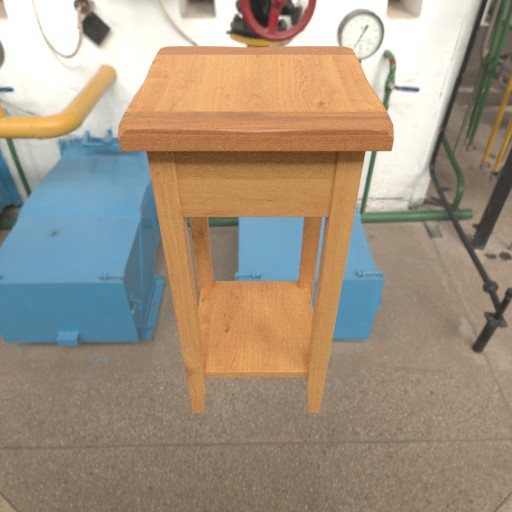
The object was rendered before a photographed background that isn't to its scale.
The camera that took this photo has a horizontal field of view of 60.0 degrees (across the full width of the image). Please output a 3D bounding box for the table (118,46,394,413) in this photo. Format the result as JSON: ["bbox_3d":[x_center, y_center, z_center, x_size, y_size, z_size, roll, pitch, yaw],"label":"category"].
[{"bbox_3d":[0.000,0.000,0.944,0.360,0.740,0.360,0,41,0],"label":"table"}]
